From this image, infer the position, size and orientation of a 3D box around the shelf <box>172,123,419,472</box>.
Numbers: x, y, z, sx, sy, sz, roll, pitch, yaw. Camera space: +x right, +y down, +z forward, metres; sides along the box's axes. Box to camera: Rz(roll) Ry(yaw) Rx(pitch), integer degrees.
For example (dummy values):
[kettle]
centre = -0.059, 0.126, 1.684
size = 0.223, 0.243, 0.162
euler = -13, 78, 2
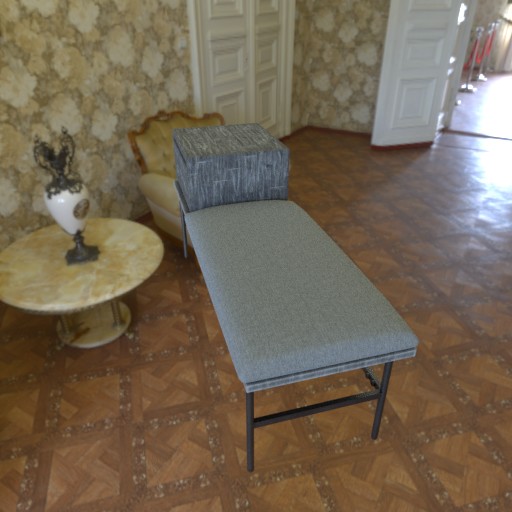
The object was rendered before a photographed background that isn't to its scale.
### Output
[shelf]
centre = 0.000, 0.000, 1.622
size = 0.457, 0.633, 1.342
euler = -8, 31, -14
